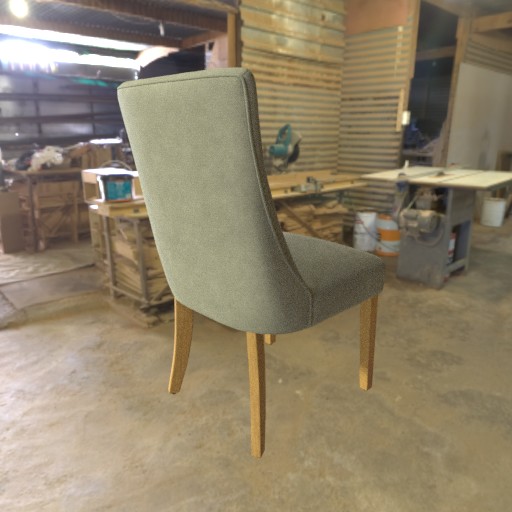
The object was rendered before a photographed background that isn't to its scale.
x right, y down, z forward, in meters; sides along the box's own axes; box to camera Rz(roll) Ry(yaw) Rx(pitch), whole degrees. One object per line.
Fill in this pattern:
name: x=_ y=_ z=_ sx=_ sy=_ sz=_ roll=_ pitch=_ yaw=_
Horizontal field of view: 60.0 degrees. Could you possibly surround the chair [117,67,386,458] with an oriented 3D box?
chair: x=0.000 y=0.000 z=1.239 sx=0.610 sy=0.902 sz=0.495 roll=-15 pitch=22 yaw=-41
